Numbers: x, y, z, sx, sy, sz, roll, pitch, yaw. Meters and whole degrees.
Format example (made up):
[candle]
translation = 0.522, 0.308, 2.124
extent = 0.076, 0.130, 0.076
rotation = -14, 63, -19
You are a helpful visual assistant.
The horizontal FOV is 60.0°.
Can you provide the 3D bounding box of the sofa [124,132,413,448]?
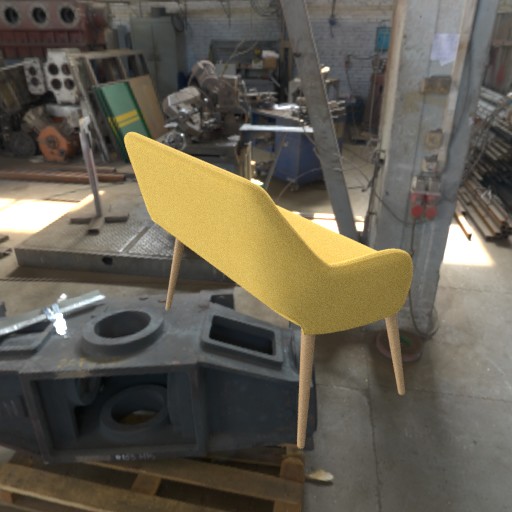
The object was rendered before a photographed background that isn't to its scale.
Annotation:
[sofa]
translation = 0.000, 0.000, 1.618
extent = 0.610, 0.840, 1.150
rotation = -18, 32, -31
